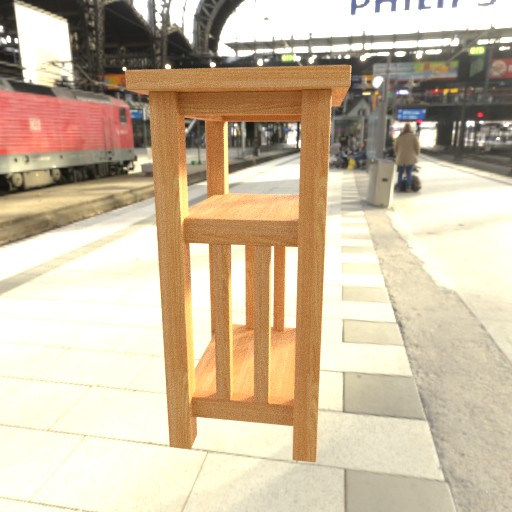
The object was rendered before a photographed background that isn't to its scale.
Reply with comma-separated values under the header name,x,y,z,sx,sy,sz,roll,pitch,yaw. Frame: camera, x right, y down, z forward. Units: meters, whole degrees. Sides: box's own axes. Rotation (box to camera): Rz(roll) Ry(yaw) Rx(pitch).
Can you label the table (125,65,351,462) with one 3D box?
name,x,y,z,sx,sy,sz,roll,pitch,yaw
table,0.000,0.000,0.757,0.270,0.550,0.350,2,15,8
